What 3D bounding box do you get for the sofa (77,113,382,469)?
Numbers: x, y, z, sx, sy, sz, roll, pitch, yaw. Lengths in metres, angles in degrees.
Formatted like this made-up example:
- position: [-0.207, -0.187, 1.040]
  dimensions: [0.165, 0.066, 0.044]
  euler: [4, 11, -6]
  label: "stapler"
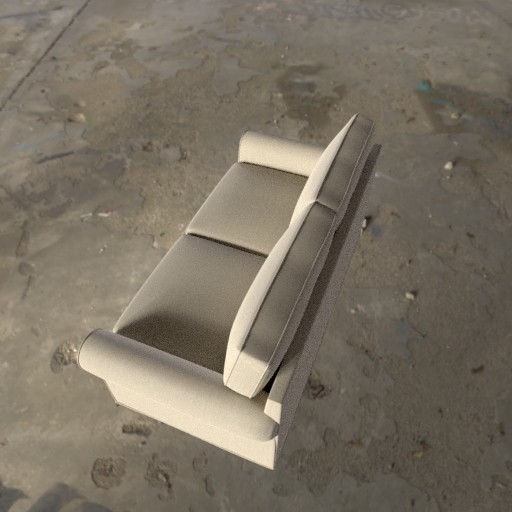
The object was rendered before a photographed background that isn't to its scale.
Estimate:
- position: [0.000, 0.000, 2.278]
  dimensions: [0.861, 0.933, 1.774]
  euler: [17, 50, 15]
  label: "sofa"
